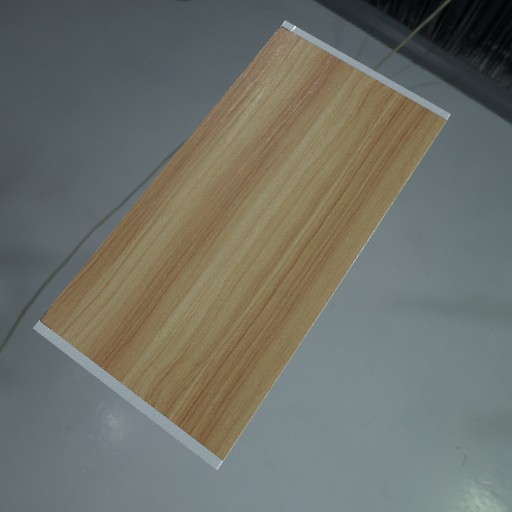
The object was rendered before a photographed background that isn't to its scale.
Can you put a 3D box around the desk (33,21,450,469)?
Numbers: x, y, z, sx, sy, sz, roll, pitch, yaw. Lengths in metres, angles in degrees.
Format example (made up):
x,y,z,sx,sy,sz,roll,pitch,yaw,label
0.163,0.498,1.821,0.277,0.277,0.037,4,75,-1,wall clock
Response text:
x,y,z,sx,sy,sz,roll,pitch,yaw,label
0.000,0.000,1.424,0.508,0.762,1.016,34,77,9,desk
